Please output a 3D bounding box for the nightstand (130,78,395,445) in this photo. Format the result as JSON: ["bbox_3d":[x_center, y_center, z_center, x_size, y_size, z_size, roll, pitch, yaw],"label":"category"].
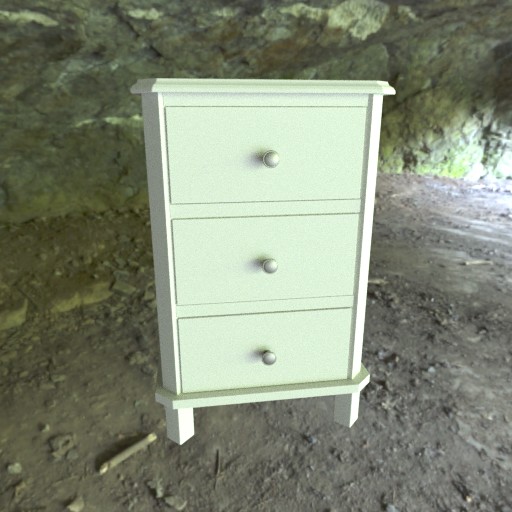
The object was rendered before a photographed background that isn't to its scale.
[{"bbox_3d":[0.000,0.000,0.946,0.435,0.681,0.351,-3,18,-8],"label":"nightstand"}]
